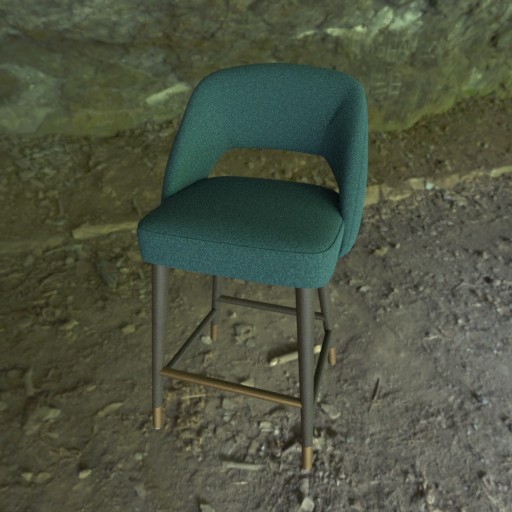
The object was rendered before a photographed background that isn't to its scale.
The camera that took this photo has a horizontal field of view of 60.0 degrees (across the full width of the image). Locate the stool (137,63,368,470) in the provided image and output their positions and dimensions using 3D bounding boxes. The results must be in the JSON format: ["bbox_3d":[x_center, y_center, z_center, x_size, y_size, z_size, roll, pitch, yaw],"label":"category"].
[{"bbox_3d":[0.000,0.000,1.214,0.536,0.939,0.522,8,29,16],"label":"stool"}]
